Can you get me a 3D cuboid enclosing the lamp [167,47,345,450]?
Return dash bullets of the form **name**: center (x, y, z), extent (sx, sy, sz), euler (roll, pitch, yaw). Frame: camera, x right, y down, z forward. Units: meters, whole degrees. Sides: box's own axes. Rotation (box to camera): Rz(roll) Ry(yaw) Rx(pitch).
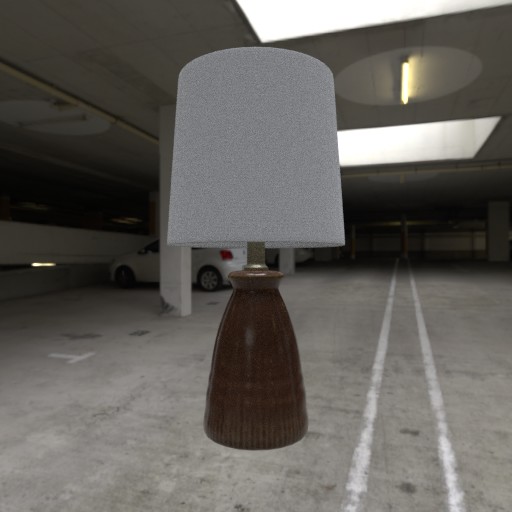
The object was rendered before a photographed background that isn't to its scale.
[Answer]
- **lamp**: center (0.000, 0.000, 0.473), extent (0.186, 0.369, 0.186), euler (0, -1, 0)
